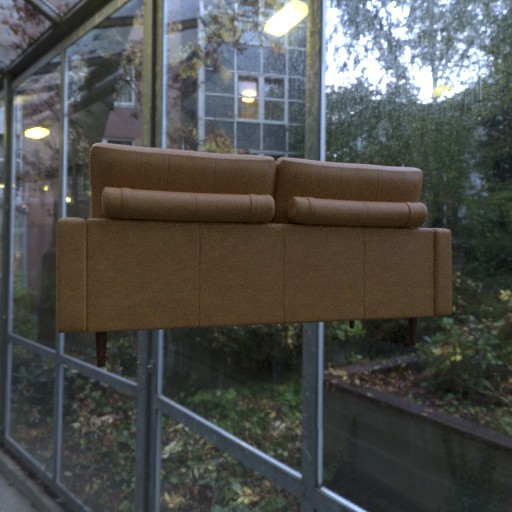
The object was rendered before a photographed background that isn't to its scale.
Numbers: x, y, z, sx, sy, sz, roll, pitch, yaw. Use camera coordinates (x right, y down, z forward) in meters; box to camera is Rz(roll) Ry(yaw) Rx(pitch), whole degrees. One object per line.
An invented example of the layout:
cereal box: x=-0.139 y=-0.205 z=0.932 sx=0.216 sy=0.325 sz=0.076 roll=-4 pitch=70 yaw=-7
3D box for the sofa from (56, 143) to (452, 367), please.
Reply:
sofa: x=0.000 y=0.000 z=2.272 sx=1.821 sy=0.898 sz=0.850 roll=0 pitch=-1 yaw=-18
